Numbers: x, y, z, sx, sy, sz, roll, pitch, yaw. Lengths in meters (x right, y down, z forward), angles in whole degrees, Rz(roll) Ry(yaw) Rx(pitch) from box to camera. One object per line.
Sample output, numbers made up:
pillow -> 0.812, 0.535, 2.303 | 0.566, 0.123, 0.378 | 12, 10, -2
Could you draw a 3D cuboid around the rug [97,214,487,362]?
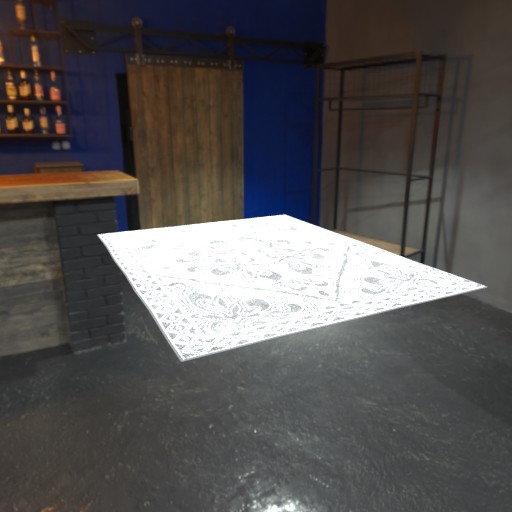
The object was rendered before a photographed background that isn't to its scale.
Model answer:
rug -> 0.000, 0.000, 4.136 | 2.438, 0.012, 3.048 | -8, 19, -25
